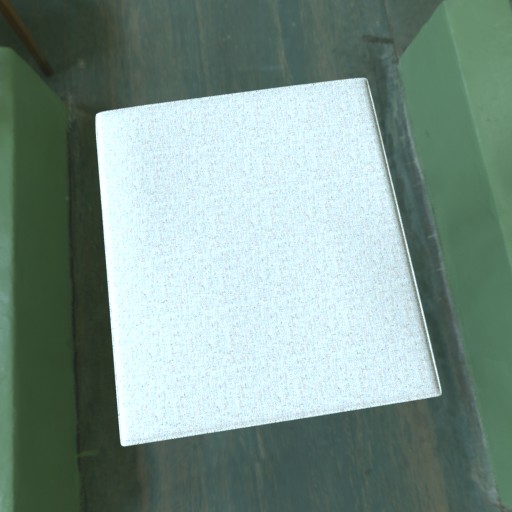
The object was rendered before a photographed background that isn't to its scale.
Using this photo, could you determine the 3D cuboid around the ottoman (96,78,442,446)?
[{"bbox_3d":[0.000,0.000,1.221,0.736,0.303,0.835,-8,77,-2],"label":"ottoman"}]
